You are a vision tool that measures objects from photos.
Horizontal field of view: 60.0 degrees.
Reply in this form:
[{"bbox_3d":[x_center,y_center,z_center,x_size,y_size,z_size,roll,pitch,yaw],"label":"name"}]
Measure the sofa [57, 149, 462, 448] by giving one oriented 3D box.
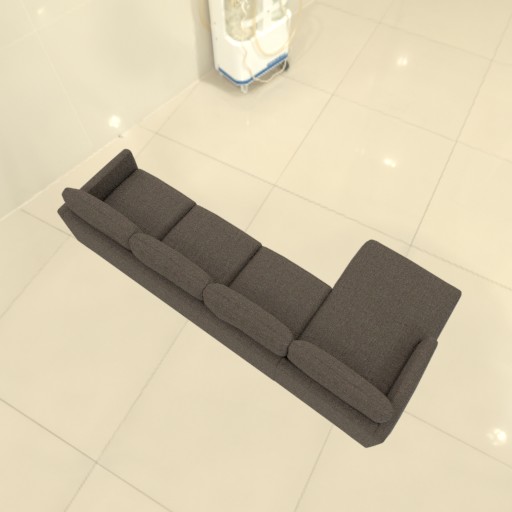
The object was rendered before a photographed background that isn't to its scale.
[{"bbox_3d":[0.000,0.000,3.250,2.731,0.754,1.258,32,67,15],"label":"sofa"}]
